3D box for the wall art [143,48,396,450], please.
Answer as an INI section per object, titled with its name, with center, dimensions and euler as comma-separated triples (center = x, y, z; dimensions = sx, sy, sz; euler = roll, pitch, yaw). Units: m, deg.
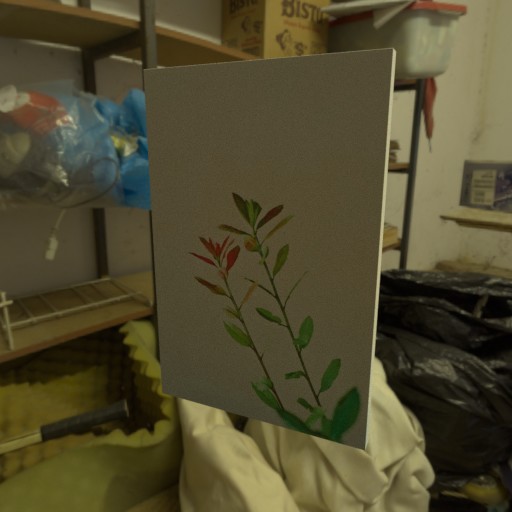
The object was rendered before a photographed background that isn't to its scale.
[wall art]
center = 0.000, 0.000, 1.123
dimensions = 0.612, 0.915, 0.039
euler = 7, 16, 24
